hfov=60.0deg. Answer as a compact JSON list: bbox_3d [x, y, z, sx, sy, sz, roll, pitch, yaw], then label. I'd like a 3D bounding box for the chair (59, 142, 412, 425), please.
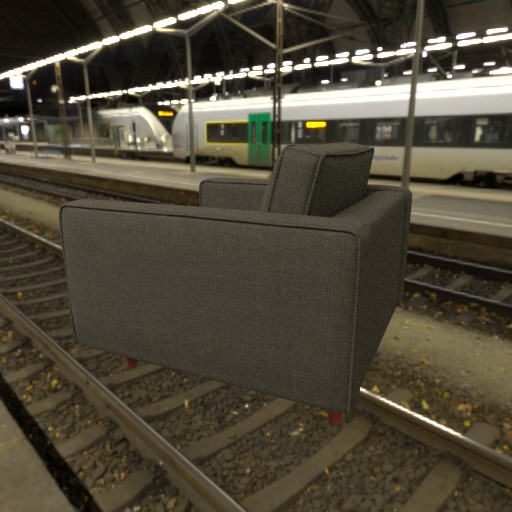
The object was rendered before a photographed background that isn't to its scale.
[{"bbox_3d":[0.000,0.000,1.550,0.919,0.770,0.899,7,17,24],"label":"chair"}]
